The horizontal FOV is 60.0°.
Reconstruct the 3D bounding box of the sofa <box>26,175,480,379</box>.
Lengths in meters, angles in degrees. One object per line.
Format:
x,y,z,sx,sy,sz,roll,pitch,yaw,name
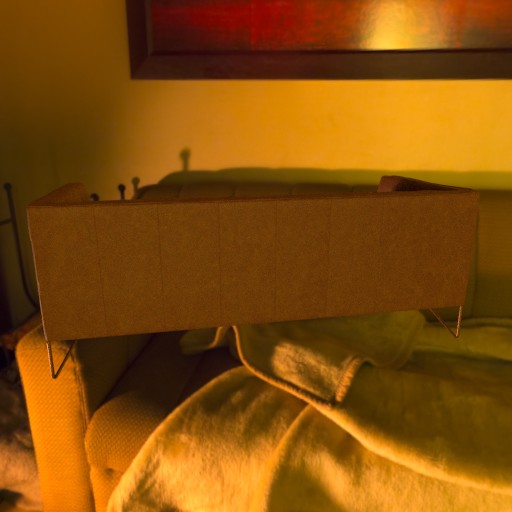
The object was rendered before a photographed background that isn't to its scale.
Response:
0.000,0.000,2.484,2.079,0.798,0.912,-3,16,-11,sofa
